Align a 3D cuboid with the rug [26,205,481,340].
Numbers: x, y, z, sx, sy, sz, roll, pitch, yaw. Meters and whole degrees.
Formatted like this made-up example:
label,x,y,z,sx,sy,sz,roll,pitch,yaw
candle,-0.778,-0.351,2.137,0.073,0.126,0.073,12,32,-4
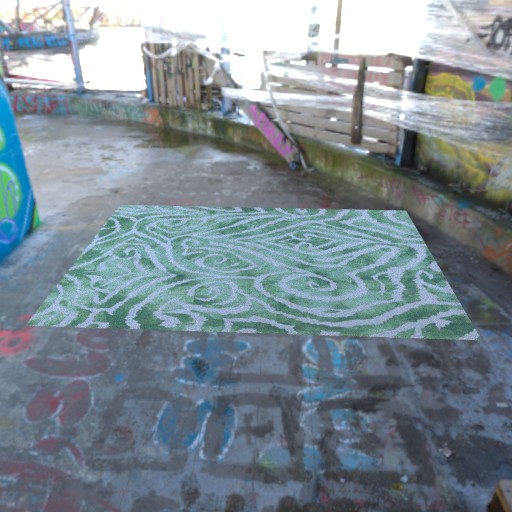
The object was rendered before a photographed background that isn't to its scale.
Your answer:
label,x,y,z,sx,sy,sz,roll,pitch,yaw
rug,0.000,0.000,2.301,1.826,0.006,1.220,1,30,2
